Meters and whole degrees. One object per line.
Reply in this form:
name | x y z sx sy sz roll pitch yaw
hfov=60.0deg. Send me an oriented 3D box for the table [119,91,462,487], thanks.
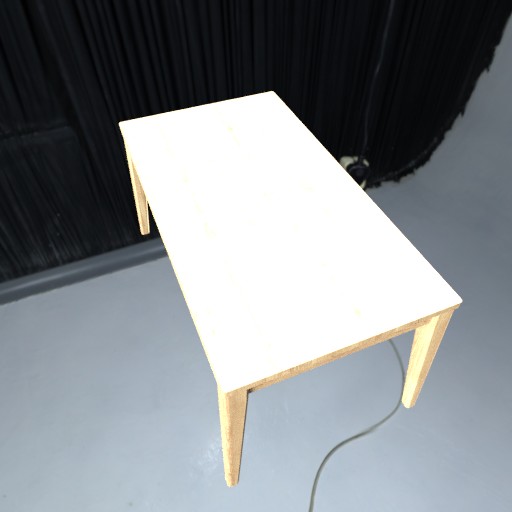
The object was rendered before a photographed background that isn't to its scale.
table | 0.000 0.000 2.108 0.900 0.760 1.600 -17 50 -15
